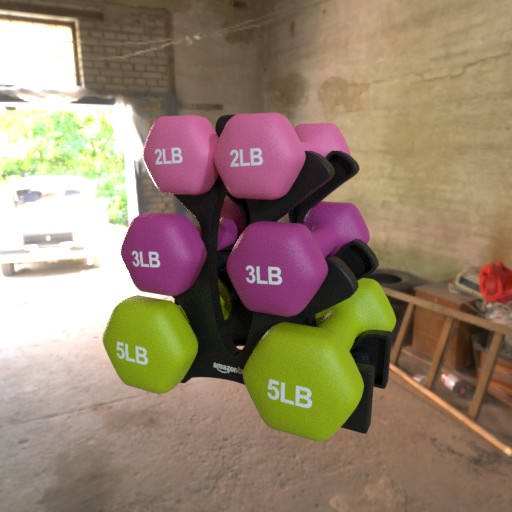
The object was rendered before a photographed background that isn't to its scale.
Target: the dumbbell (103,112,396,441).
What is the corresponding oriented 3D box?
[{"bbox_3d":[0.000,0.000,0.439,0.257,0.261,0.203,7,15,26],"label":"dumbbell"}]
